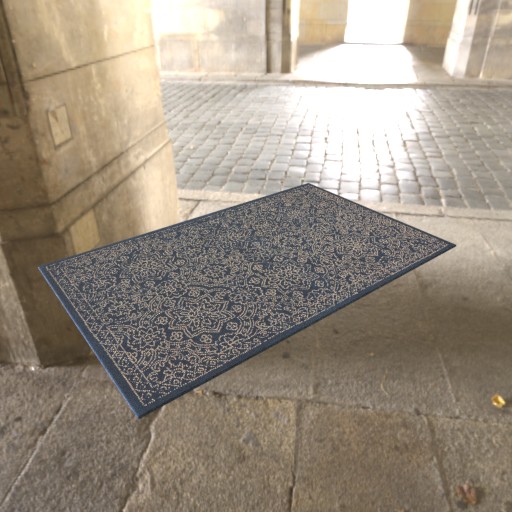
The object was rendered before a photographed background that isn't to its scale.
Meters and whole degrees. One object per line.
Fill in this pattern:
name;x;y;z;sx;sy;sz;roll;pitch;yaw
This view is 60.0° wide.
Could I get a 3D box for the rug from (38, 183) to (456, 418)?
rug;0.000;0.000;3.034;2.441;0.015;1.526;-22;37;-32
